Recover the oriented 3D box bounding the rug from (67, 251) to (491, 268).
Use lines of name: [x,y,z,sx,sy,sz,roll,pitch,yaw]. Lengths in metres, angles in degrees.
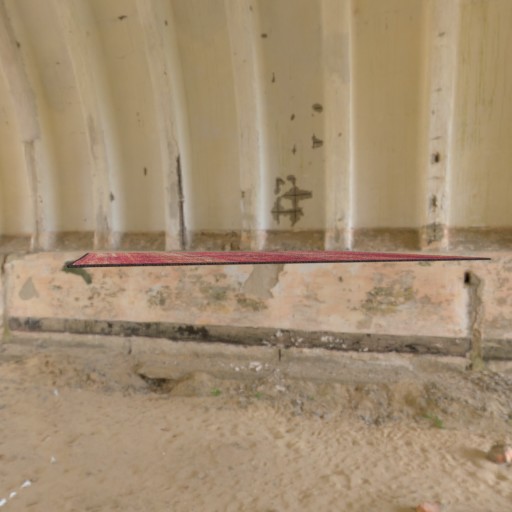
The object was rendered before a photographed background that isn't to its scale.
rug: [0.000,0.000,4.088,3.032,0.020,2.411,-1,2,-19]
